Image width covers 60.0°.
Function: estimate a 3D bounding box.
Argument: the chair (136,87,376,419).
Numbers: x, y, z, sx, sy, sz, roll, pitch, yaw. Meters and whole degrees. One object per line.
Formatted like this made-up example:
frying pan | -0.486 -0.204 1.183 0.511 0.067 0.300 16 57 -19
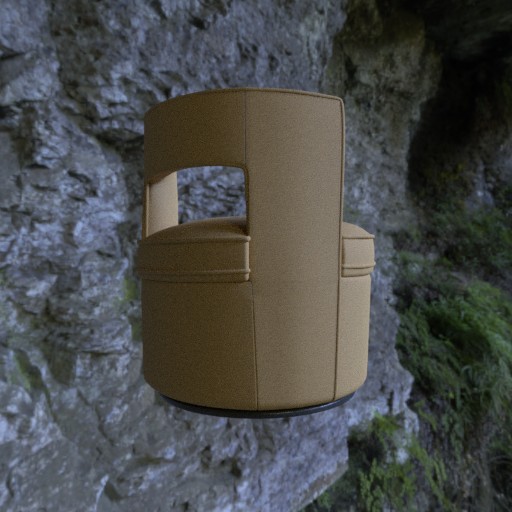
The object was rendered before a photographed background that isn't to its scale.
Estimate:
chair | 0.000 0.000 1.251 0.650 0.723 0.665 0 0 35
